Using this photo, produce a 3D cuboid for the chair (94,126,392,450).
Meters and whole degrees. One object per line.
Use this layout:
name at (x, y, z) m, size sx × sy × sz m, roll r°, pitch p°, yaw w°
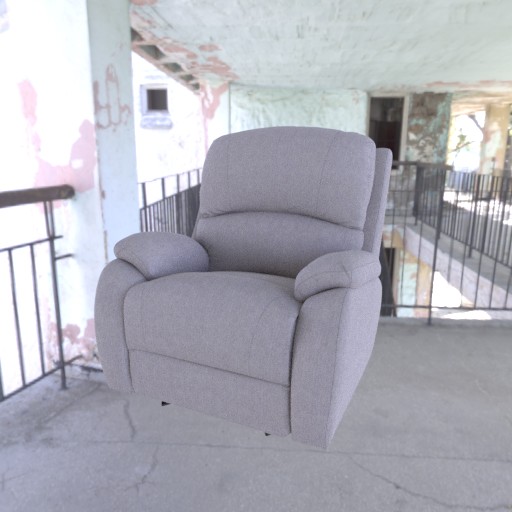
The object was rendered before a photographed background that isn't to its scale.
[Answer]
chair at (0.000, 0.000, 1.744) m, size 0.930 × 1.011 × 0.899 m, roll 6°, pitch 15°, yaw 24°
